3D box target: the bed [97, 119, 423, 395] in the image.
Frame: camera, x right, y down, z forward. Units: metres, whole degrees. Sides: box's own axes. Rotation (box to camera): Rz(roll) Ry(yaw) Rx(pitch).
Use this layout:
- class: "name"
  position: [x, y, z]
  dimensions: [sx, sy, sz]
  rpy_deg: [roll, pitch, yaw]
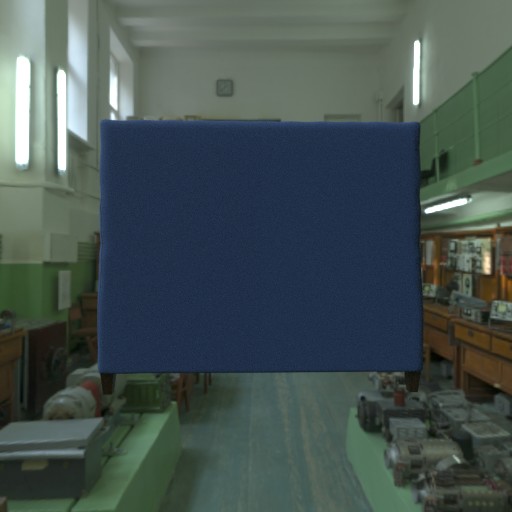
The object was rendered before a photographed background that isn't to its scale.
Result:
- class: "bed"
  position: [0.000, 0.000, 3.469]
  dimensions: [1.706, 1.427, 2.387]
  rpy_deg: [0, 0, -2]
